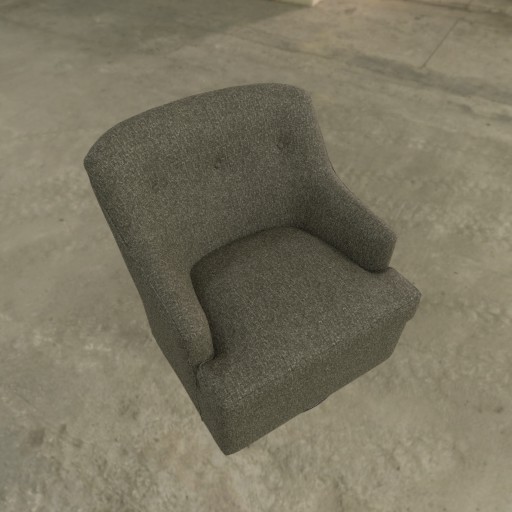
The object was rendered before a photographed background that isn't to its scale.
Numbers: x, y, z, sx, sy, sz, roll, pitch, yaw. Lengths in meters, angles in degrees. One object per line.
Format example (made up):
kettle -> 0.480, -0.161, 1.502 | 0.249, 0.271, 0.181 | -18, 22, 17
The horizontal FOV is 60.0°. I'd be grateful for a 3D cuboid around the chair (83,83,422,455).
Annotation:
chair -> 0.000, 0.000, 1.595 | 0.864, 0.856, 0.923 | -24, 51, -21
